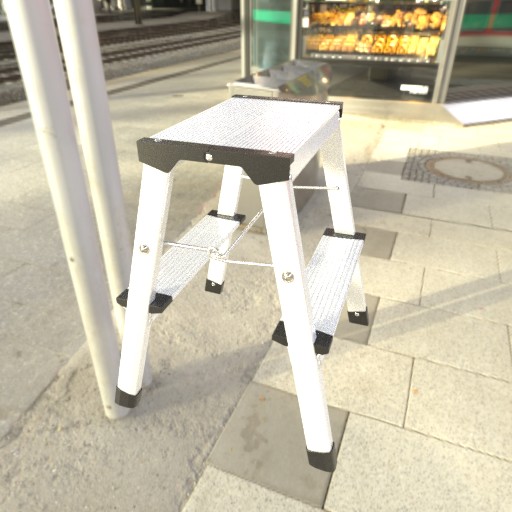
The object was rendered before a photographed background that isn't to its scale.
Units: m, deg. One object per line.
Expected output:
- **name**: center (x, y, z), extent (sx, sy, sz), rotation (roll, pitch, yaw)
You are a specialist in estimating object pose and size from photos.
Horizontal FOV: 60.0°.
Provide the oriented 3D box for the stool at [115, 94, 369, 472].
- **stool**: center (0.000, 0.000, 0.786), extent (0.405, 0.480, 0.404), rotation (10, 32, 17)
